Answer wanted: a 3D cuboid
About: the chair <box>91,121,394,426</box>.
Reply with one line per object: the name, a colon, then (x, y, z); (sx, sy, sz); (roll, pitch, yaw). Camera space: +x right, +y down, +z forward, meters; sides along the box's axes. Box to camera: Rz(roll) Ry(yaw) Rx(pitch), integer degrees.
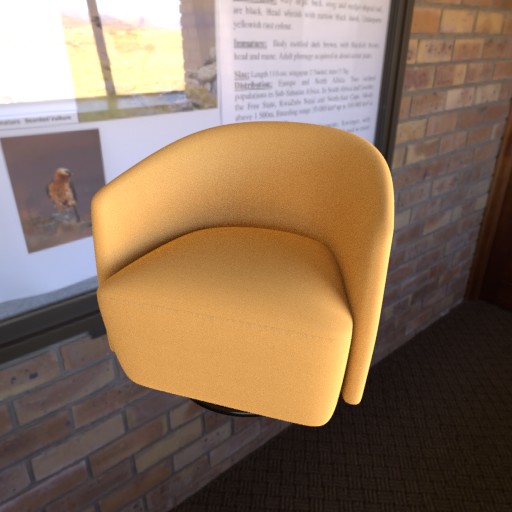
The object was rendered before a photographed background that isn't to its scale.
chair: (0.000, 0.000, 1.362); (0.773, 0.698, 0.767); (8, 27, 16)
